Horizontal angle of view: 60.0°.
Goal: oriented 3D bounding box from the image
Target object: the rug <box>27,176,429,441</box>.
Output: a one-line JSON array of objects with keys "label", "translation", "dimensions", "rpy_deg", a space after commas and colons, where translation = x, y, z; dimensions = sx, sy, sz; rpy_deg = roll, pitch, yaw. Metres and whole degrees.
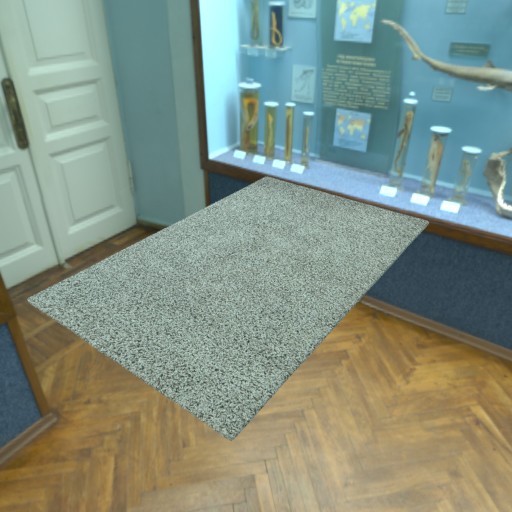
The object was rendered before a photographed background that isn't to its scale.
[{"label": "rug", "translation": [0.000, 0.000, 3.436], "dimensions": [1.778, 0.030, 2.743], "rpy_deg": [22, 38, 31]}]
